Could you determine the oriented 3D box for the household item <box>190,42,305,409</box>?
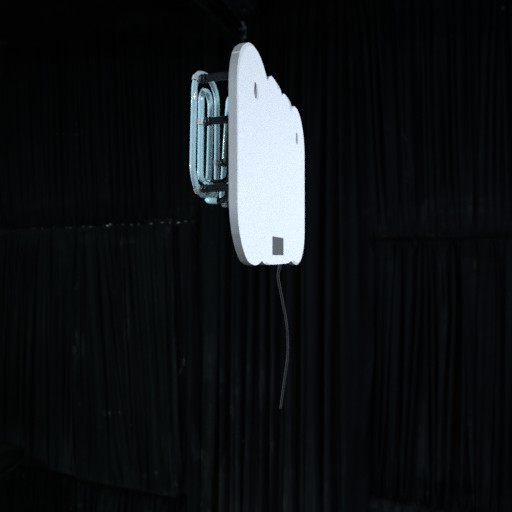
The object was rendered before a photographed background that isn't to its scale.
[{"bbox_3d":[0.000,0.000,0.384,0.042,0.294,0.211,0,0,18],"label":"household item"}]
